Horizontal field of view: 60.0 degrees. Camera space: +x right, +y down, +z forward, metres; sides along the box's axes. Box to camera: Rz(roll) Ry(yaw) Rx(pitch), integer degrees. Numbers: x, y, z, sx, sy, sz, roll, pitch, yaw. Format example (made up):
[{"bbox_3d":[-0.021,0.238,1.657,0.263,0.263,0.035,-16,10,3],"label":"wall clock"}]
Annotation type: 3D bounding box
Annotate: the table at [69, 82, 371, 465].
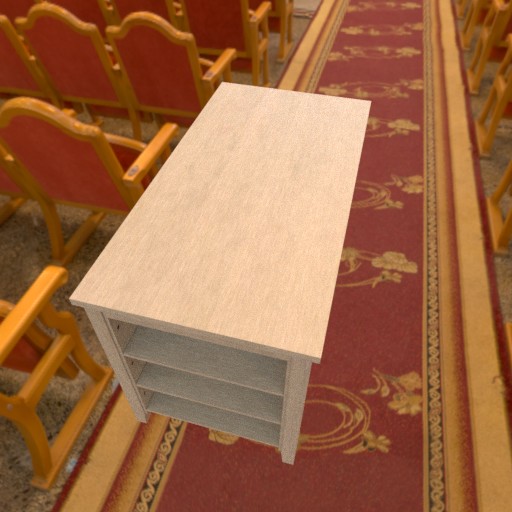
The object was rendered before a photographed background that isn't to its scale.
[{"bbox_3d":[0.000,0.000,1.984,0.729,0.874,1.397,11,48,10],"label":"table"}]
